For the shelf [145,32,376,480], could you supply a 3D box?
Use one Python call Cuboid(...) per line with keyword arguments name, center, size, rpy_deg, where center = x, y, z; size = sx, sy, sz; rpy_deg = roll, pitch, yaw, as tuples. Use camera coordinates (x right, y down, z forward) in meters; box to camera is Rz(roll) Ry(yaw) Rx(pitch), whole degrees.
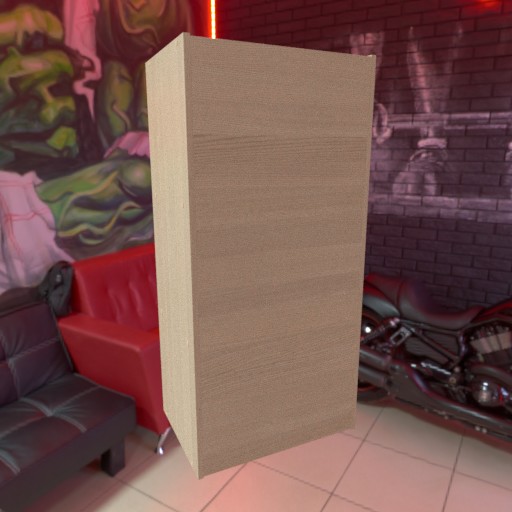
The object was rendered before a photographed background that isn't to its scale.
Cuboid(name="shelf", center=(0.000, 0.000, 1.061), size=(0.417, 0.876, 0.292), rpy_deg=(-6, 15, -25))
